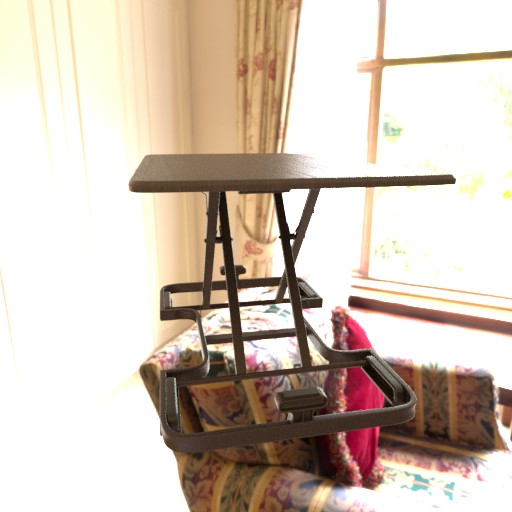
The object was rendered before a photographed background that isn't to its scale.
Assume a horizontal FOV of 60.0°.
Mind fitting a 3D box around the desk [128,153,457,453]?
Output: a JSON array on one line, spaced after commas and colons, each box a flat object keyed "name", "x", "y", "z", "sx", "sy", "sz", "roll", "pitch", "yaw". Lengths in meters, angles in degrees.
[{"name": "desk", "x": 0.000, "y": 0.000, "z": 1.122, "sx": 0.546, "sy": 0.470, "sz": 0.820, "roll": -3, "pitch": 16, "yaw": -11}]
